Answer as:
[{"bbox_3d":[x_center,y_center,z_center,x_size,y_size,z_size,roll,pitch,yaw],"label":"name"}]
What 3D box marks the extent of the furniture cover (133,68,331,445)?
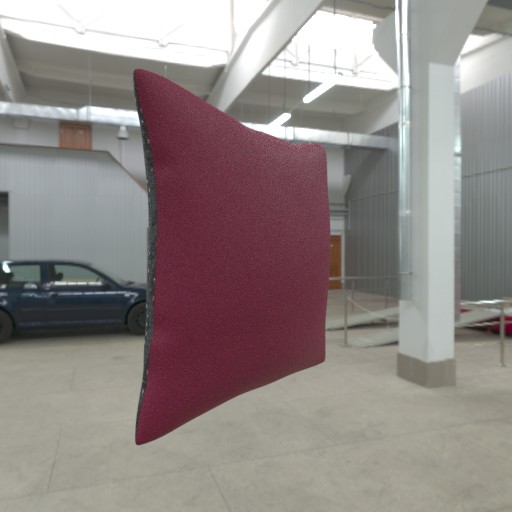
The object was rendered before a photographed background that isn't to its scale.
[{"bbox_3d":[0.000,0.000,0.815,0.193,0.509,0.552,0,1,35],"label":"furniture cover"}]
